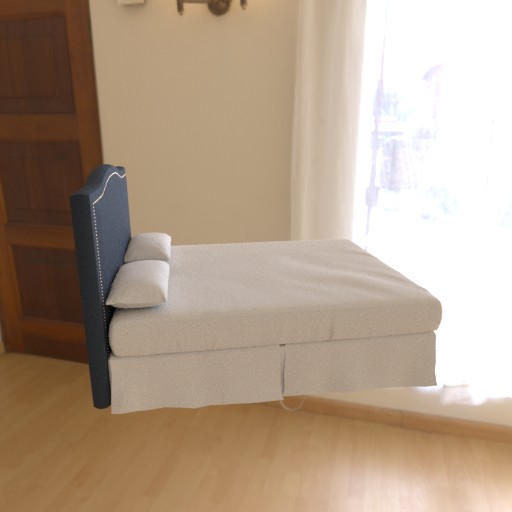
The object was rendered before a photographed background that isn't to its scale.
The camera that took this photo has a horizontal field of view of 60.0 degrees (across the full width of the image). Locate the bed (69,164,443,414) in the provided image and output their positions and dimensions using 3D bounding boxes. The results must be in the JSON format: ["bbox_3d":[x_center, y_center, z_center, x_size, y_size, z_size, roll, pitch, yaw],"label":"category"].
[{"bbox_3d":[0.000,0.000,3.486,2.282,1.436,1.821,-3,17,-9],"label":"bed"}]
